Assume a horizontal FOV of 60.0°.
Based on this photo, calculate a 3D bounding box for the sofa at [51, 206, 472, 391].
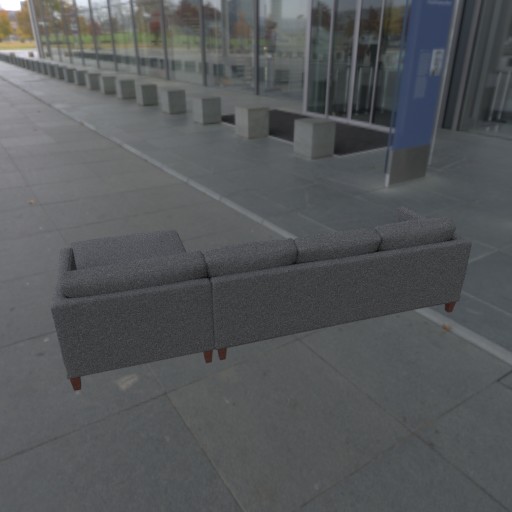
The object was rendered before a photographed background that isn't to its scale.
[{"bbox_3d":[0.000,0.000,3.941,3.186,0.846,1.625,-8,27,-16],"label":"sofa"}]
